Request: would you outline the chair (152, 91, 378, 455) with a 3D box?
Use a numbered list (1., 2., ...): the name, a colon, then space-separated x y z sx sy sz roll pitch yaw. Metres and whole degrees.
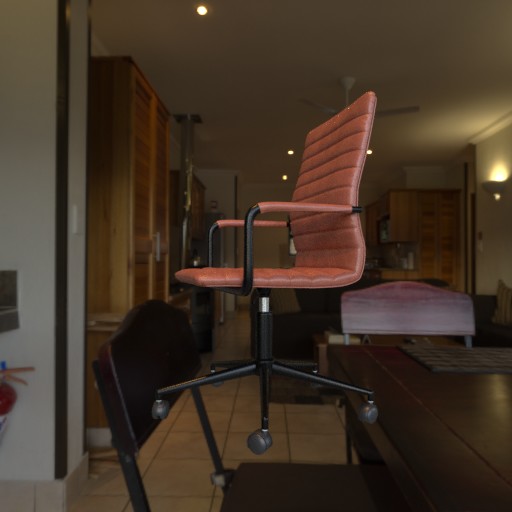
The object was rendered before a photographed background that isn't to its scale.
1. chair: 0.000 0.000 1.269 0.578 0.878 0.600 0 -1 -17
